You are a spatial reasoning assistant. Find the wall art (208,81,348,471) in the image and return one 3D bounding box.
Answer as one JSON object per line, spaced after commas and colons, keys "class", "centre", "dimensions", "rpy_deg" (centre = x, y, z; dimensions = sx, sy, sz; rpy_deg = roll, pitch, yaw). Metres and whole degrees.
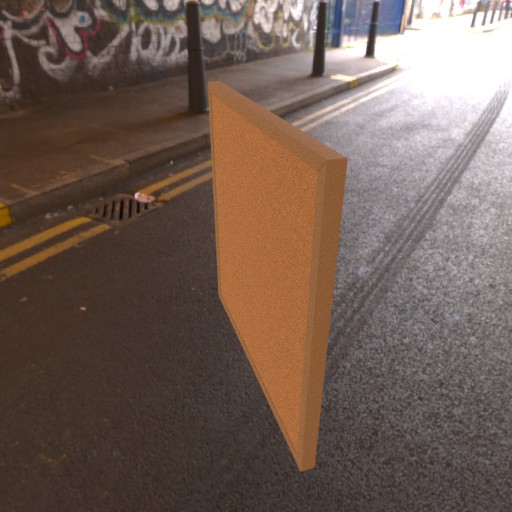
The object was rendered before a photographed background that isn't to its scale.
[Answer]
{"class": "wall art", "centre": [0.000, 0.000, 1.177], "dimensions": [0.037, 0.761, 0.761], "rpy_deg": [-10, 32, -16]}
